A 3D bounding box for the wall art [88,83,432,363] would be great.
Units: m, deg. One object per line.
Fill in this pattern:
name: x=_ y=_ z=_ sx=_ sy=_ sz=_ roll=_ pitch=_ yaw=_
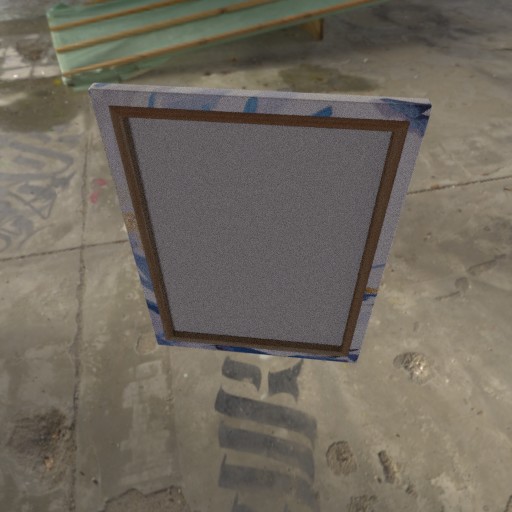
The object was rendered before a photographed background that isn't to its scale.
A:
wall art: x=0.000 y=0.000 z=1.341 sx=0.761 sy=1.015 sz=0.038 roll=4 pitch=45 yaw=4
